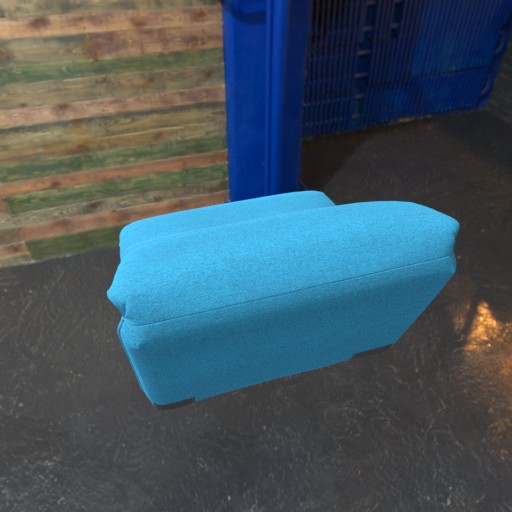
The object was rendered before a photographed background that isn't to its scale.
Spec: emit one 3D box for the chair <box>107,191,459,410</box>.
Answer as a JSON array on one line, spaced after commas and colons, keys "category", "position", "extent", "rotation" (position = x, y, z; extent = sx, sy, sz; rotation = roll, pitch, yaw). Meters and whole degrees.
[{"category": "chair", "position": [0.000, 0.000, 1.348], "extent": [0.820, 0.580, 0.780], "rotation": [-12, 43, -13]}]
